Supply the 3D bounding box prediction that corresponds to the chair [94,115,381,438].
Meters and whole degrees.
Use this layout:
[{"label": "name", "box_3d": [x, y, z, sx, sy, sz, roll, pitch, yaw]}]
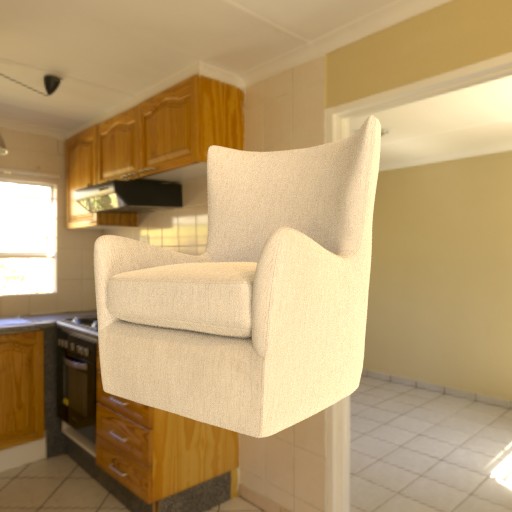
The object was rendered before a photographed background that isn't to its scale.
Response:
[{"label": "chair", "box_3d": [0.000, 0.000, 1.639, 0.779, 1.000, 0.904, 0, 0, 36]}]
